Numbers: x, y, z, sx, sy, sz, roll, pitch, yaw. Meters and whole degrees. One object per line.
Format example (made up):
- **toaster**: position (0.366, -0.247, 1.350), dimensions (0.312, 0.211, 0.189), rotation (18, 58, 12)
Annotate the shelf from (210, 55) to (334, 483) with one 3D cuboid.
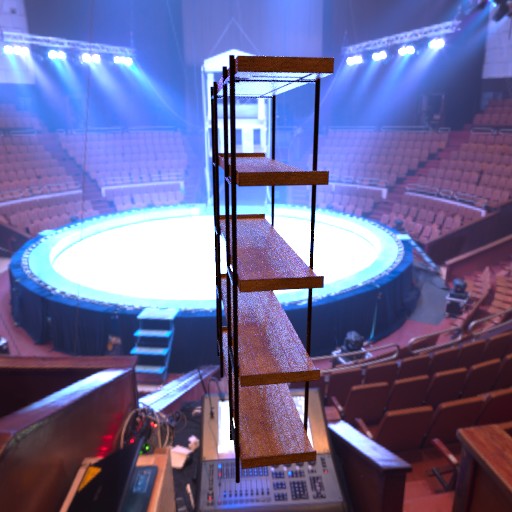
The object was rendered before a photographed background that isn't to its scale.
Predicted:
- **shelf**: position (0.000, 0.000, 2.411), dimensions (0.379, 1.826, 1.371), rotation (-2, 16, -8)
